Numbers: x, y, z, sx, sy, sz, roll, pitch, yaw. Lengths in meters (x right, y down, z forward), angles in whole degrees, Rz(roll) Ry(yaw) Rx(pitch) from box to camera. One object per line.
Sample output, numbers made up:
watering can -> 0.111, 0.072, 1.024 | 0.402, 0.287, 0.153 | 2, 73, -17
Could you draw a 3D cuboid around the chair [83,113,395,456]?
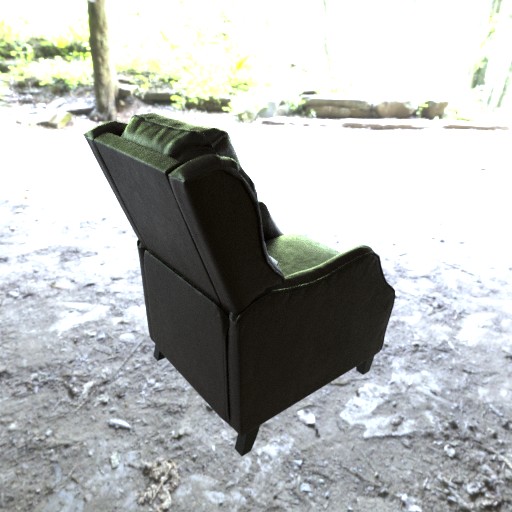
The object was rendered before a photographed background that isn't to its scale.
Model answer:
chair -> 0.000, 0.000, 1.785 | 0.982, 1.132, 0.770 | -19, 32, -33
